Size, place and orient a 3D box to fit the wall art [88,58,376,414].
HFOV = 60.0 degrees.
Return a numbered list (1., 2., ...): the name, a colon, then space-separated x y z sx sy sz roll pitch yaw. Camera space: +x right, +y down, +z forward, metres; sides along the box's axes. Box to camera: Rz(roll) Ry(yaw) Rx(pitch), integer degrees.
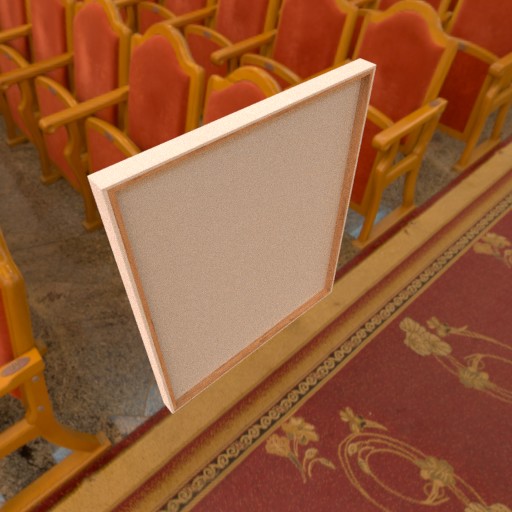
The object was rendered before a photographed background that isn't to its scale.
1. wall art: 0.000 0.000 0.857 0.508 0.606 0.037 -33 55 -27
